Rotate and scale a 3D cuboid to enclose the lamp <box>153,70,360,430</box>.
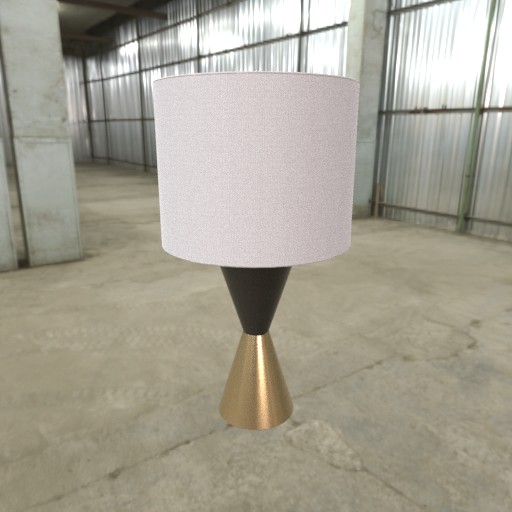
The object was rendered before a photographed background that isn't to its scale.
[{"bbox_3d":[0.000,0.000,0.738,0.304,0.573,0.304,-2,16,-8],"label":"lamp"}]
